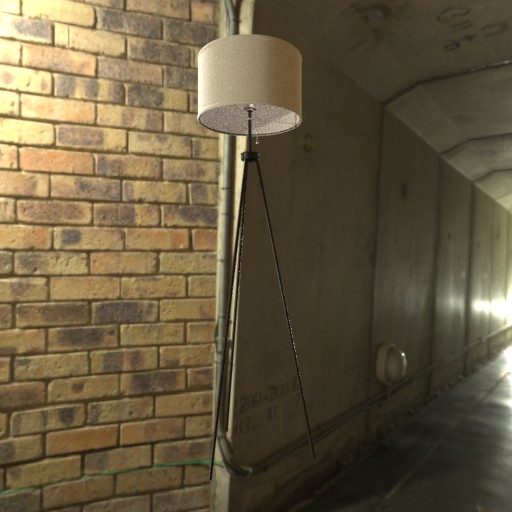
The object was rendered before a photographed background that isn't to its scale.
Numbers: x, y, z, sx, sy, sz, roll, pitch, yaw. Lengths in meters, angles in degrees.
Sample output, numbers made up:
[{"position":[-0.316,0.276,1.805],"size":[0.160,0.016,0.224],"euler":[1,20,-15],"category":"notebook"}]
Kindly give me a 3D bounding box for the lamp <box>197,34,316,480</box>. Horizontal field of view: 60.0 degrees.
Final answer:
[{"position":[0.000,0.000,1.750],"size":[0.458,1.545,0.448],"euler":[0,-1,0],"category":"lamp"}]
